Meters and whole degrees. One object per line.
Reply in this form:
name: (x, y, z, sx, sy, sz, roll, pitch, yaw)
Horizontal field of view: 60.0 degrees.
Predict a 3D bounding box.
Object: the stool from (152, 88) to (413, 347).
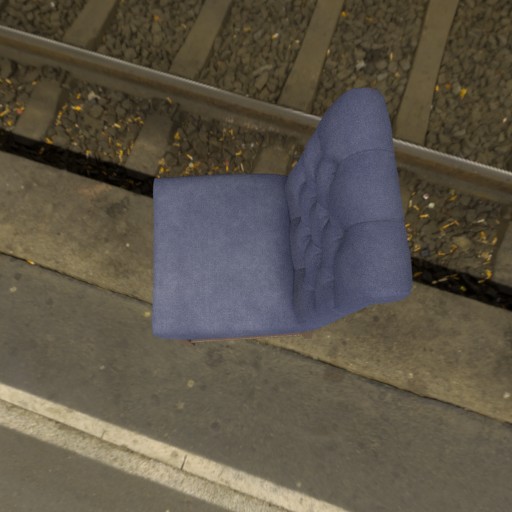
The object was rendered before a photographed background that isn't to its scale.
stool: (0.000, 0.000, 1.365, 0.601, 1.010, 0.493, -3, 75, -1)
